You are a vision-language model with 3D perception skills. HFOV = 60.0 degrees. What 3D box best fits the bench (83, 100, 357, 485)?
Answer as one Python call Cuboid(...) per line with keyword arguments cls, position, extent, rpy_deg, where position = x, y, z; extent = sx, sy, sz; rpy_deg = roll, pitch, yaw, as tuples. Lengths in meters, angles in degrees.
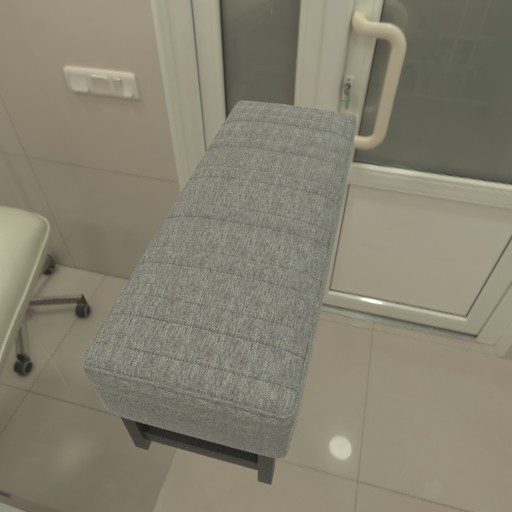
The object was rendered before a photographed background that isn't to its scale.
Cuboid(cls="bench", position=(0.000, 0.000, 1.292), extent=(0.429, 0.470, 1.100), rpy_deg=(11, 47, 10))
